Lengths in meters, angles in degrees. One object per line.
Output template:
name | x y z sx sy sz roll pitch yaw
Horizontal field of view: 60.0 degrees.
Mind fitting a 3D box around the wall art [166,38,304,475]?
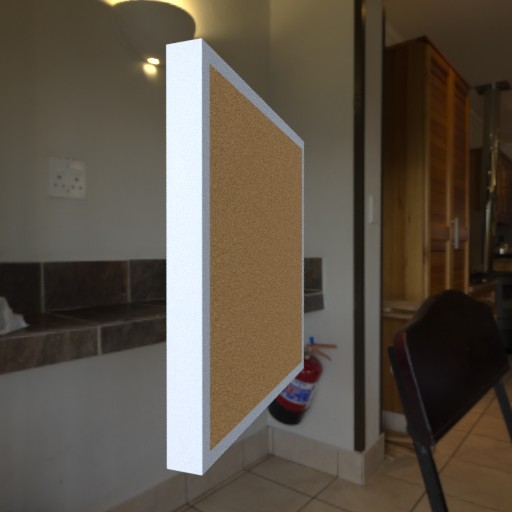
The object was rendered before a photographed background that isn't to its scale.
wall art | 0.000 0.000 0.609 0.038 0.406 0.406 0 1 20
